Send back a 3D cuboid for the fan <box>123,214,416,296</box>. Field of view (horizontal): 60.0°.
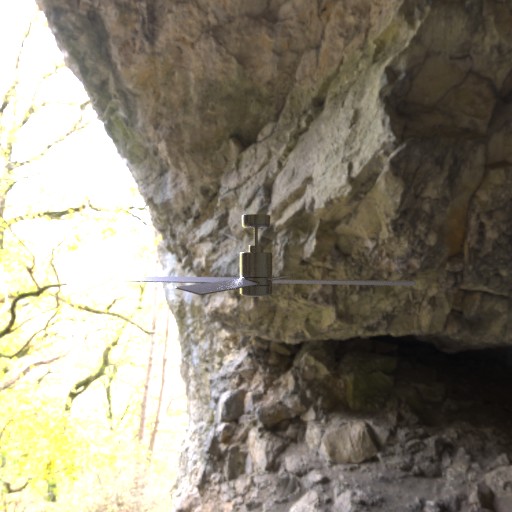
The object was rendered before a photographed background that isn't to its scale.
[{"bbox_3d":[0.000,0.000,1.949,1.322,0.355,1.322,0,0,18],"label":"fan"}]
